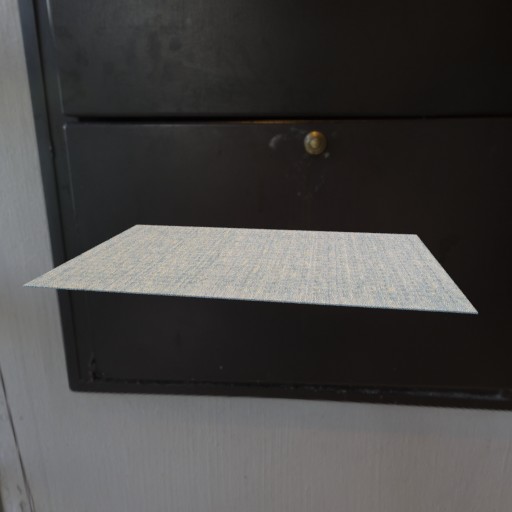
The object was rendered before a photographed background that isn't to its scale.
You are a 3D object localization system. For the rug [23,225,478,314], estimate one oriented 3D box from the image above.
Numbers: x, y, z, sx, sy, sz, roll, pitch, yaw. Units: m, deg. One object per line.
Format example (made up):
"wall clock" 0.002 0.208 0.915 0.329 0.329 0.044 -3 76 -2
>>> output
"rug" 0.000 0.000 2.223 1.752 0.006 1.142 3 17 8
